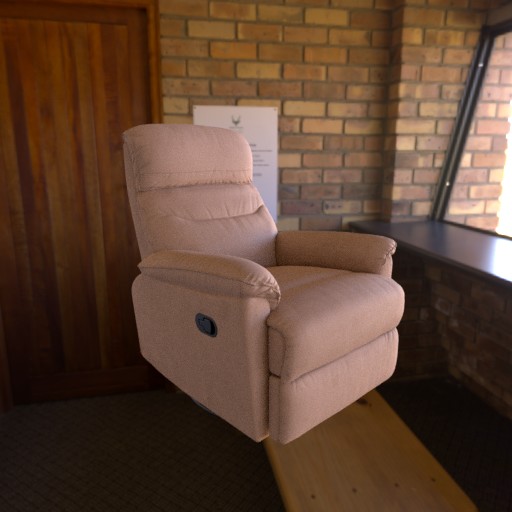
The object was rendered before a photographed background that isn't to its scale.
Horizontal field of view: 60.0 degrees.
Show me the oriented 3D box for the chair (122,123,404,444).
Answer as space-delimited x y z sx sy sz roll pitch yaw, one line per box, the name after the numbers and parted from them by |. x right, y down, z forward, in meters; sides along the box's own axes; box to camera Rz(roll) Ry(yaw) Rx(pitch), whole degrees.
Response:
0.000 0.000 1.752 0.820 1.037 1.004 -12 18 -42 | chair
